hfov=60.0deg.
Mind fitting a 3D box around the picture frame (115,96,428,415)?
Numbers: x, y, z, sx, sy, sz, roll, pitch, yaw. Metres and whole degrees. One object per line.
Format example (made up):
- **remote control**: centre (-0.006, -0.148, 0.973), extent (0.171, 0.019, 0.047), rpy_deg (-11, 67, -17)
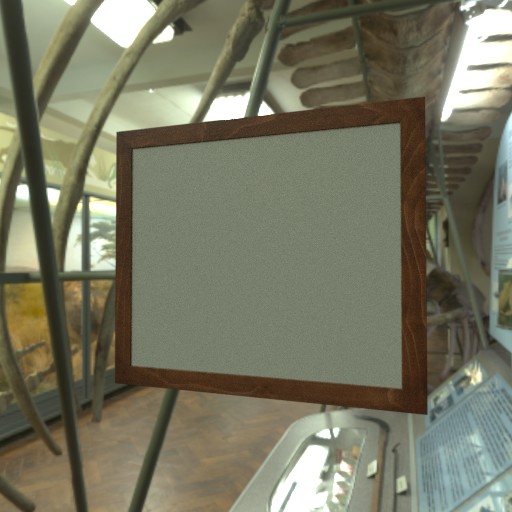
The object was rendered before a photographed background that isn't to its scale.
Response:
- **picture frame**: centre (0.000, 0.000, 0.532), extent (0.381, 0.330, 0.025), rpy_deg (0, -1, 19)
